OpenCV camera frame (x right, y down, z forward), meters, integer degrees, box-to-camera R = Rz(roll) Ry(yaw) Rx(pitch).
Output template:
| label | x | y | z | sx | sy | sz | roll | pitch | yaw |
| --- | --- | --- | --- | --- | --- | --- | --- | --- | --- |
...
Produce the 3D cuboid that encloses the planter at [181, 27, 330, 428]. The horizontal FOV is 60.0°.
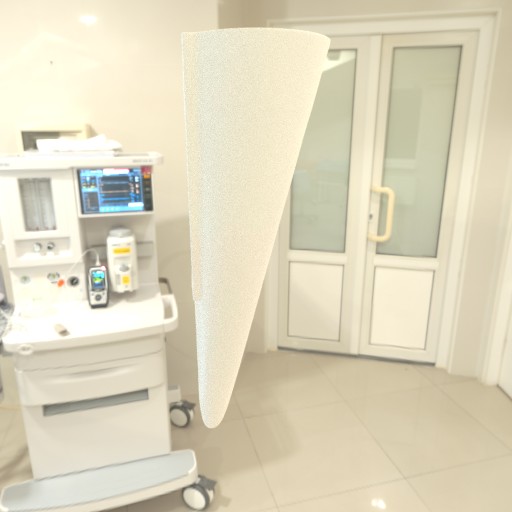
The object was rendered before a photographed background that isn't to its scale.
| label | x | y | z | sx | sy | sz | roll | pitch | yaw |
| --- | --- | --- | --- | --- | --- | --- | --- | --- | --- |
| planter | 0.000 | 0.000 | 0.219 | 0.064 | 0.193 | 0.057 | -2 | 17 | -8 |
